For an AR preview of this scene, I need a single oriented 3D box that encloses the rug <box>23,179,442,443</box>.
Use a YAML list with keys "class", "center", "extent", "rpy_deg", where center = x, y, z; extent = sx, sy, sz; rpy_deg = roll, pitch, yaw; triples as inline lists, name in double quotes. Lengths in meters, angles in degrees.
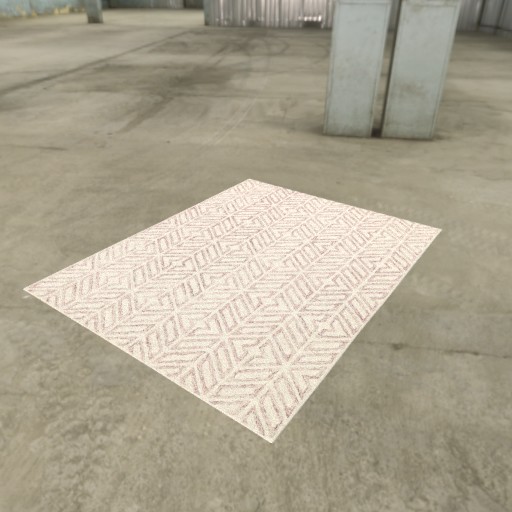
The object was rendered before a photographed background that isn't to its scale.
- class: "rug"
  center: [0.000, 0.000, 4.010]
  extent: [2.421, 0.008, 3.045]
  rpy_deg: [20, 36, 30]
